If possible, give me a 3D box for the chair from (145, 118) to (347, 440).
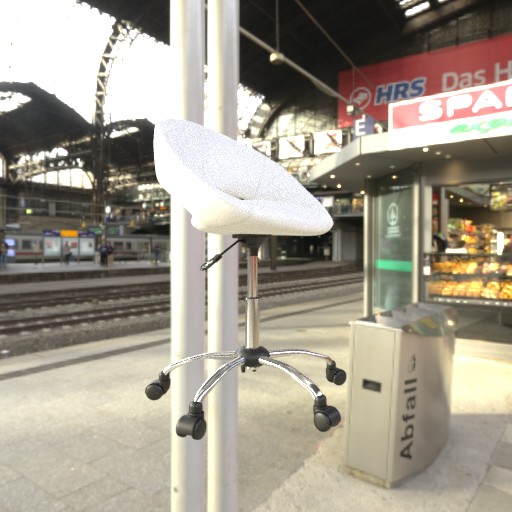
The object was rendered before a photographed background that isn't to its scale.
[{"bbox_3d":[0.000,0.000,1.205,0.538,0.791,0.612,1,1,35],"label":"chair"}]
